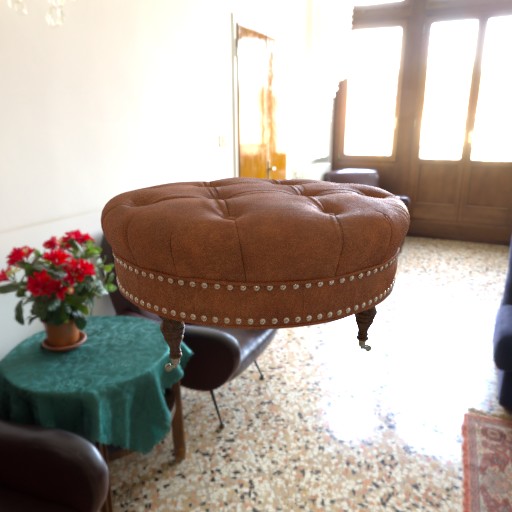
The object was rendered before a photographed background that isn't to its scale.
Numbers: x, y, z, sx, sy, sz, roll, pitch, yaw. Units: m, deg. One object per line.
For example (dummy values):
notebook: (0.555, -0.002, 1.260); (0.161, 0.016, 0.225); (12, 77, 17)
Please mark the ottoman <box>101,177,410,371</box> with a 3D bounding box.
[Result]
ottoman: (0.000, 0.000, 1.398); (0.901, 0.444, 0.901); (0, 16, 0)
